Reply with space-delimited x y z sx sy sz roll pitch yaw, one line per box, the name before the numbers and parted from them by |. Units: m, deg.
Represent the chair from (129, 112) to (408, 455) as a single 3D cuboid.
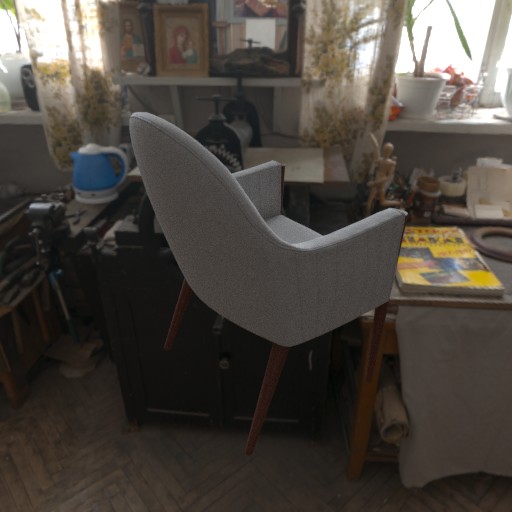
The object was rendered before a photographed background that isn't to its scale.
chair | 0.000 0.000 1.333 0.620 0.889 0.610 -18 34 -30
